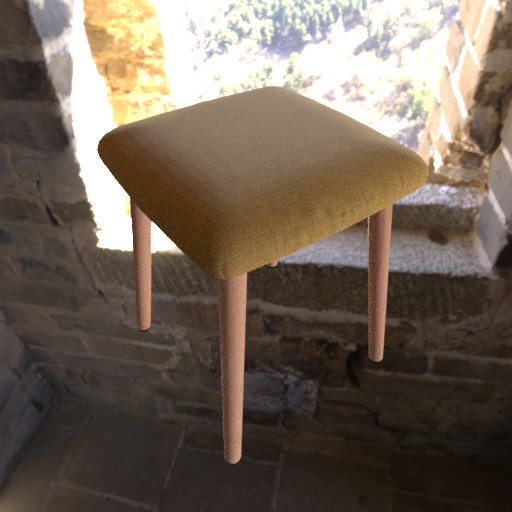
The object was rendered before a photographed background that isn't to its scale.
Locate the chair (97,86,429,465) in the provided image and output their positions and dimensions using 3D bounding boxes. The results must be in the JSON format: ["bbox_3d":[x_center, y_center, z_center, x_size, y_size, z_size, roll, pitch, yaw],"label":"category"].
[{"bbox_3d":[0.000,0.000,0.716,0.350,0.440,0.350,-25,47,-26],"label":"chair"}]
